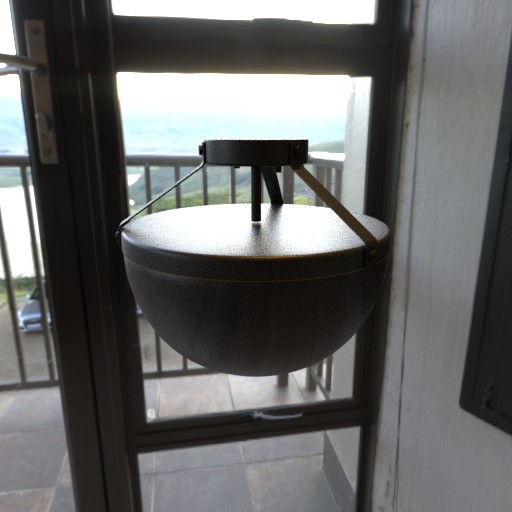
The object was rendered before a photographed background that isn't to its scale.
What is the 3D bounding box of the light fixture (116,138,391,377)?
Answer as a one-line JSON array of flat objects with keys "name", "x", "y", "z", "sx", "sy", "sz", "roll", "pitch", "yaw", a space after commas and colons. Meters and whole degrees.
[{"name": "light fixture", "x": 0.000, "y": 0.000, "z": 0.527, "sx": 0.304, "sy": 0.269, "sz": 0.304, "roll": 0, "pitch": 15, "yaw": 0}]
